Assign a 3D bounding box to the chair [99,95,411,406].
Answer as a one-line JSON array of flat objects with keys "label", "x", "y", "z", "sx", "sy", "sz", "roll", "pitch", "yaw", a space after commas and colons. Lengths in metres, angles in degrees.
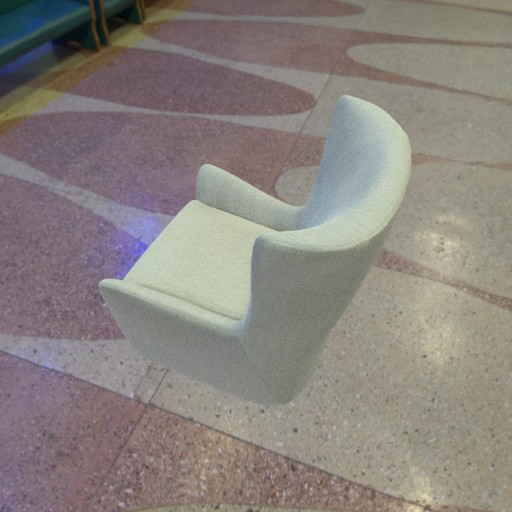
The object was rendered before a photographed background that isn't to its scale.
[{"label": "chair", "x": 0.000, "y": 0.000, "z": 1.669, "sx": 0.904, "sy": 1.000, "sz": 0.779, "roll": 17, "pitch": 48, "yaw": 16}]
